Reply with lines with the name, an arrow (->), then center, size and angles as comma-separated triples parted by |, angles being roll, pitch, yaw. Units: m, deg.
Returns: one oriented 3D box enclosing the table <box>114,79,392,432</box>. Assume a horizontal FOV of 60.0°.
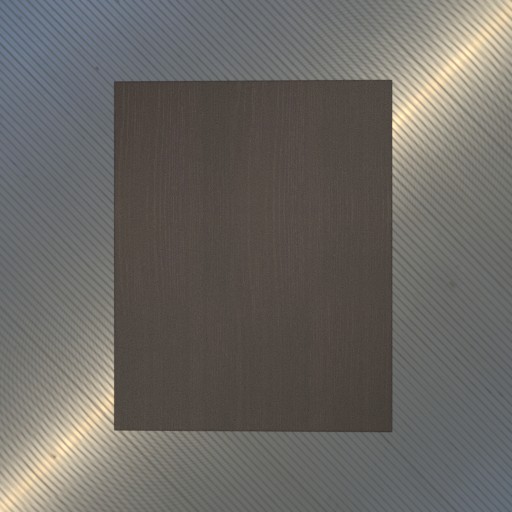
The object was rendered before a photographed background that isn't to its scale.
table -> 0.000, 0.000, 0.923 | 0.381, 0.635, 0.480 | 0, 90, 1
